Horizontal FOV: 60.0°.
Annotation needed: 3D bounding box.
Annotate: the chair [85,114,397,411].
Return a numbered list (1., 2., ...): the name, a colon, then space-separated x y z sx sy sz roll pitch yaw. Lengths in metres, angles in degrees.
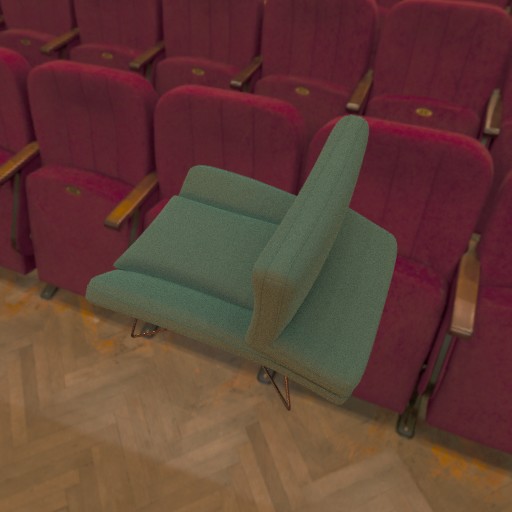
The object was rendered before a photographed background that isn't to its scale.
1. chair: 0.000 0.000 1.697 1.008 0.855 0.859 17 49 16
